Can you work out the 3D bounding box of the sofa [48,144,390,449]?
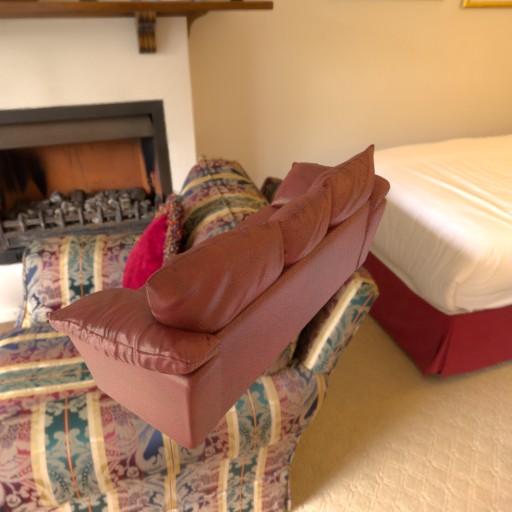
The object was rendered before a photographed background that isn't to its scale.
[{"bbox_3d":[0.000,0.000,2.801,0.907,1.091,2.390,20,37,29],"label":"sofa"}]
